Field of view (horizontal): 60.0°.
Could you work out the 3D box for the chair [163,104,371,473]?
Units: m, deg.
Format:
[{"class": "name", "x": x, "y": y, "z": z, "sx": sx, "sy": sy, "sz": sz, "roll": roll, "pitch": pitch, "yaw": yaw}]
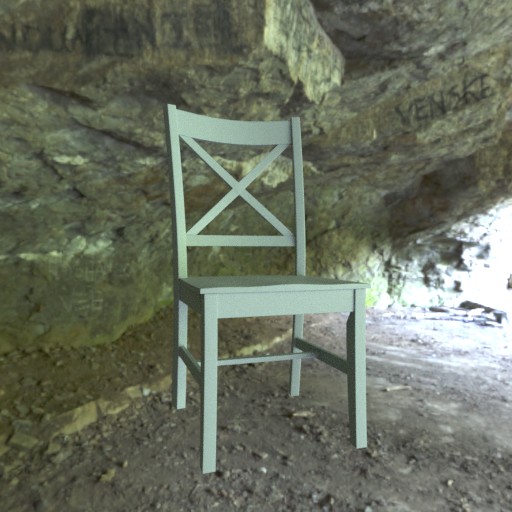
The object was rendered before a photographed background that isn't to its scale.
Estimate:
[{"class": "chair", "x": 0.000, "y": 0.000, "z": 1.317, "sx": 0.485, "sy": 0.983, "sz": 0.542, "roll": 0, "pitch": 1, "yaw": -18}]
